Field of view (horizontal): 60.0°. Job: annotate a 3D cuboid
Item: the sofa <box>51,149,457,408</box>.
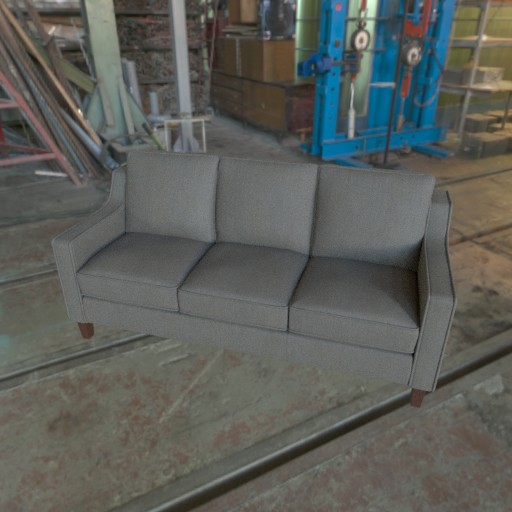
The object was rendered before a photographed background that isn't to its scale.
[{"bbox_3d":[0.000,0.000,2.507,1.986,0.974,0.911,8,29,14],"label":"sofa"}]
